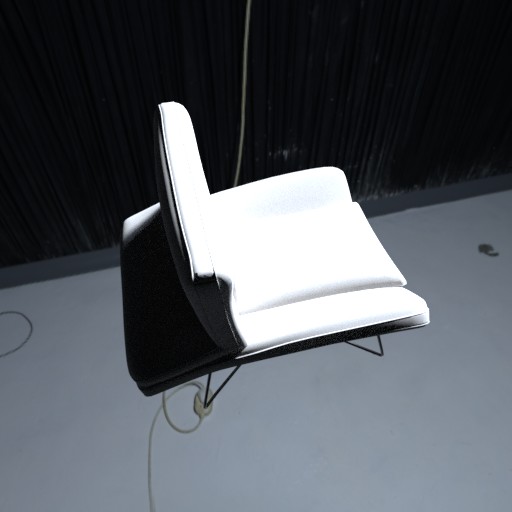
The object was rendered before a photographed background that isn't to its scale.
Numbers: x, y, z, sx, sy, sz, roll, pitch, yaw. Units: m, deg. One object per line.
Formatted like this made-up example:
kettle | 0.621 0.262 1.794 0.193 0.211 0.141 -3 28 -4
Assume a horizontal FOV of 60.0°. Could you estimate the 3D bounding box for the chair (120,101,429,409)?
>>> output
chair | 0.000 0.000 1.636 1.008 0.855 0.859 -10 48 -9
